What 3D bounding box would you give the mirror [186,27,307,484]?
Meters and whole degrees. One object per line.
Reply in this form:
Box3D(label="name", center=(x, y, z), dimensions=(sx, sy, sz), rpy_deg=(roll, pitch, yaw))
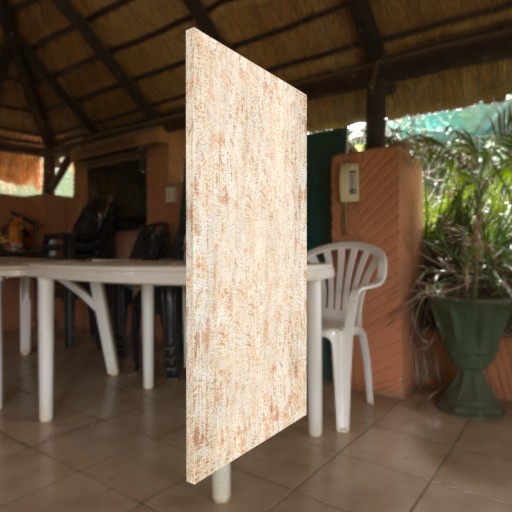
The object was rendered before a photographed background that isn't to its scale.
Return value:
Box3D(label="mirror", center=(0.000, 0.000, 1.094), dimensions=(0.027, 0.922, 0.472), rpy_deg=(0, 1, 35))
